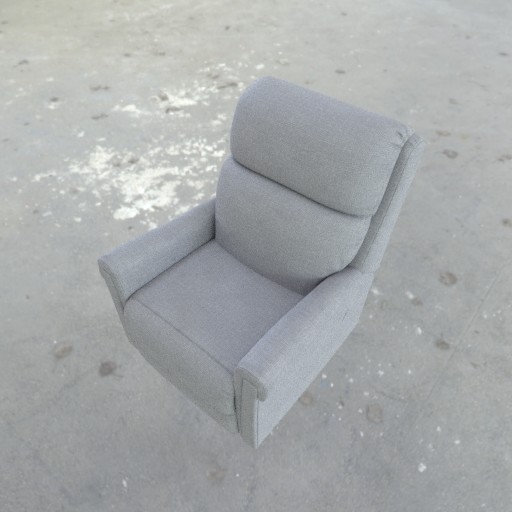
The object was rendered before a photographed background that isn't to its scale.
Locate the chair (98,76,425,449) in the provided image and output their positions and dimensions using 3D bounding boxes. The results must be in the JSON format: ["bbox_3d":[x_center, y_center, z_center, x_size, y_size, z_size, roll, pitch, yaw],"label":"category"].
[{"bbox_3d":[0.000,0.000,1.776,0.838,1.054,1.014,31,53,26],"label":"chair"}]
